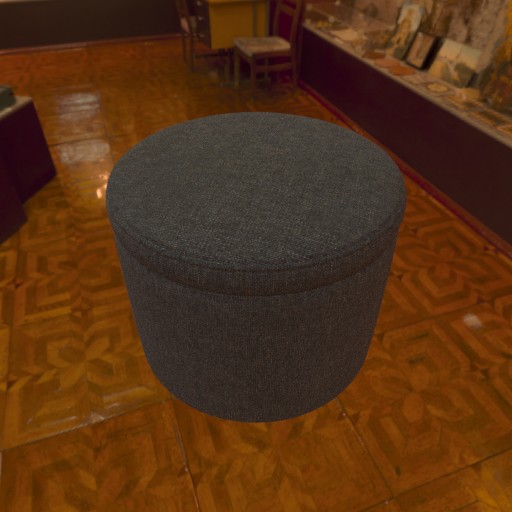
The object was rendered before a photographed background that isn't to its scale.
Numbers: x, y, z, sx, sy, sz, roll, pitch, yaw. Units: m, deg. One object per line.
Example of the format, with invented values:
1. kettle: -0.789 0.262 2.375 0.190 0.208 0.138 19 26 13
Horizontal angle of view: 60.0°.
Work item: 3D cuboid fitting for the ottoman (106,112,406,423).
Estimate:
1. ottoman: 0.000 0.000 0.901 0.520 0.430 0.520 0 40 0
